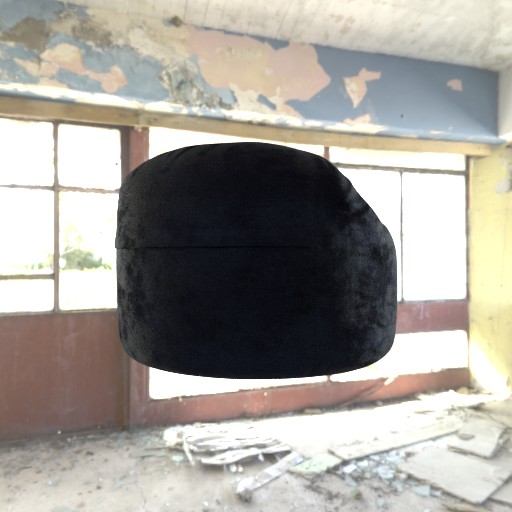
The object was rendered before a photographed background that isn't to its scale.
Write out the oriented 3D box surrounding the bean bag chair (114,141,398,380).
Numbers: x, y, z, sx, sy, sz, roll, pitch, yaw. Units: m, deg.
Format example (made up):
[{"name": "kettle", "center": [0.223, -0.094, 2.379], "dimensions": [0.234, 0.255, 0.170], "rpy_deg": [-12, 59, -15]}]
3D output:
[{"name": "bean bag chair", "center": [0.000, 0.000, 1.500], "dimensions": [0.918, 0.616, 0.918], "rpy_deg": [0, 0, 0]}]
